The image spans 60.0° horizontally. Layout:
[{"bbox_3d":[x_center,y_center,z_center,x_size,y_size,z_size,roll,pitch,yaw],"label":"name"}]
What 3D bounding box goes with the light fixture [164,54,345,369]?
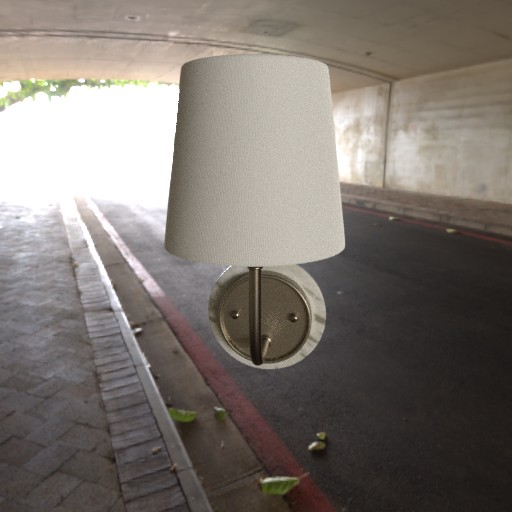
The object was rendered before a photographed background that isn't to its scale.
[{"bbox_3d":[0.000,0.000,0.431,0.168,0.337,0.188,2,14,8],"label":"light fixture"}]
